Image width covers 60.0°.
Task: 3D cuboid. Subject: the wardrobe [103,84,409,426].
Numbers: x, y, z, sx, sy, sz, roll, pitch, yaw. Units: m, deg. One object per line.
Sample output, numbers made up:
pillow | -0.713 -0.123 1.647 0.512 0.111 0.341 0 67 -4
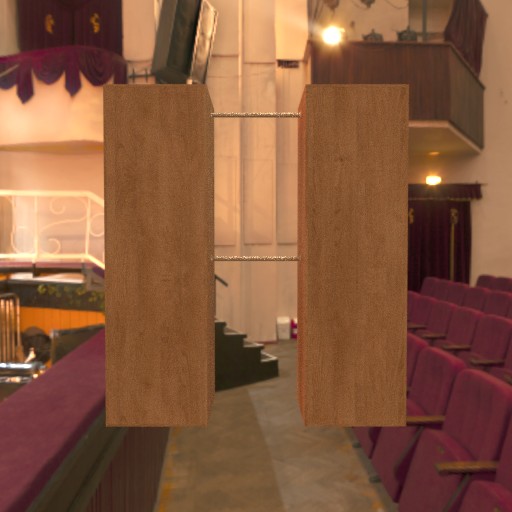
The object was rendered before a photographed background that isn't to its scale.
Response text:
wardrobe | 0.000 0.000 2.829 1.770 2.000 0.480 0 1 0
